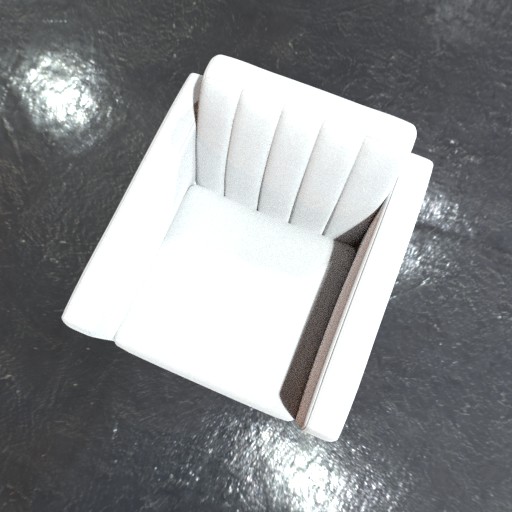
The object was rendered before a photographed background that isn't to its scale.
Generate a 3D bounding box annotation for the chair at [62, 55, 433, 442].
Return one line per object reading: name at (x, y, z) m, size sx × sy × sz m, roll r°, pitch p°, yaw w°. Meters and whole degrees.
chair at (0.000, 0.000, 1.649) m, size 0.953 × 0.819 × 0.998 m, roll 22°, pitch 77°, yaw 5°
